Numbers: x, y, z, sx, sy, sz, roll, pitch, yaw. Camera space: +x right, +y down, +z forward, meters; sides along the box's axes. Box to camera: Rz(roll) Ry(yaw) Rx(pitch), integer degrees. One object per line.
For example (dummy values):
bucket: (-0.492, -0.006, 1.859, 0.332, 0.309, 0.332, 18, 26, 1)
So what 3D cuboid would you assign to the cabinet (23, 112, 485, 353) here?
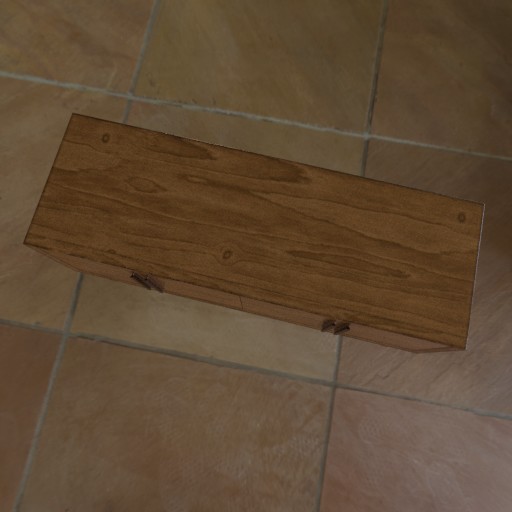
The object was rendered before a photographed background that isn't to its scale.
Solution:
cabinet: (0.000, 0.000, 1.764, 1.363, 0.802, 0.477, 13, 77, 3)
